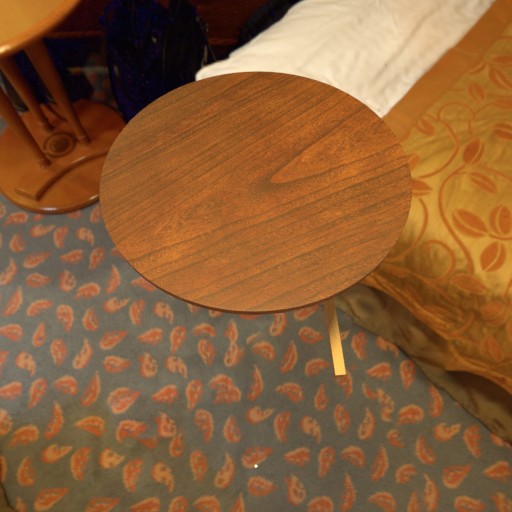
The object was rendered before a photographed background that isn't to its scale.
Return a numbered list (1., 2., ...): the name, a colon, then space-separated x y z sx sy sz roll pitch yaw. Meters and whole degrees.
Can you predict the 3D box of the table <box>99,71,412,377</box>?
1. table: 0.000 0.000 1.144 0.577 0.706 0.530 -4 65 -2
